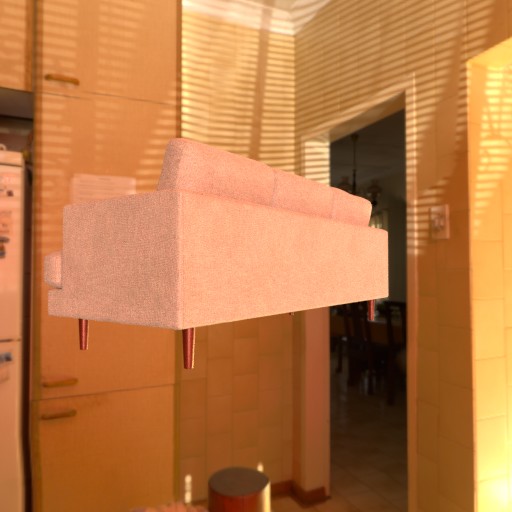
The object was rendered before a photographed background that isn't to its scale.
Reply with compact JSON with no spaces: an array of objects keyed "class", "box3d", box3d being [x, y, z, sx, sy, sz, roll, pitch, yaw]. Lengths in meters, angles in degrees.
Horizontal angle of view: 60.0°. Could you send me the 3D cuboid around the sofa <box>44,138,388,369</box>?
[{"class":"sofa","box3d":[0.000,0.000,2.737,0.903,0.930,2.246,-1,-2,35]}]
